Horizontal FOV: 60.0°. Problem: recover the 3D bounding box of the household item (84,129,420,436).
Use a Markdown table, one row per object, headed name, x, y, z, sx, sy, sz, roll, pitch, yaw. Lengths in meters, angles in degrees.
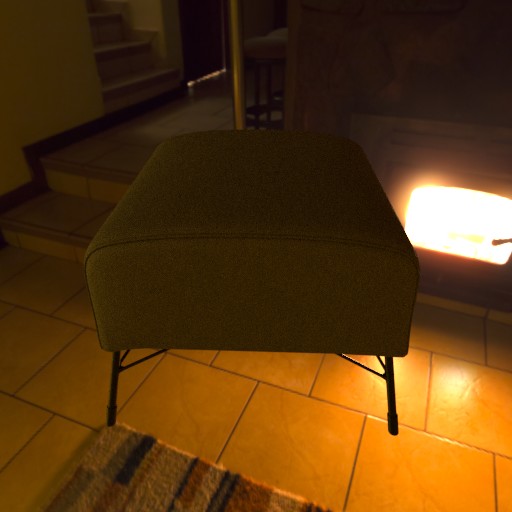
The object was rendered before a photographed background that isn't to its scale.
| name | x | y | z | sx | sy | sz | roll | pitch | yaw |
| --- | --- | --- | --- | --- | --- | --- | --- | --- | --- |
| household item | 0.000 | 0.000 | 0.910 | 0.530 | 0.410 | 0.530 | 1 | 32 | 2 |
